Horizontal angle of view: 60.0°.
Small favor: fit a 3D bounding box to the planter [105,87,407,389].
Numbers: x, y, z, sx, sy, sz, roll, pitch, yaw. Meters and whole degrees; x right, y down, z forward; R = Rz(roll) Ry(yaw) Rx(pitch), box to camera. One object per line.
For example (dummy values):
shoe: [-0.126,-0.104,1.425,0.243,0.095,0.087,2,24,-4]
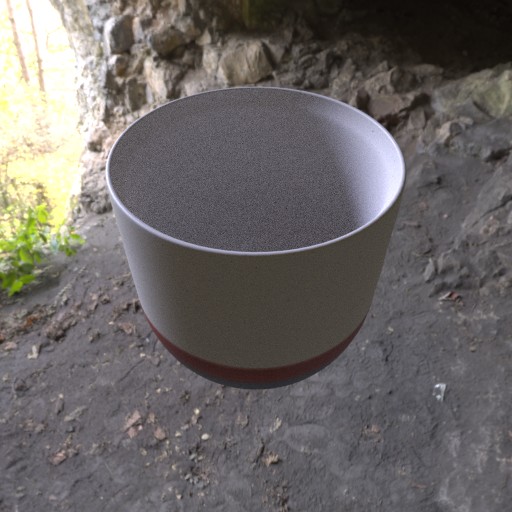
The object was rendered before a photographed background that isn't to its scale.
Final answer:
planter: [0.000,0.000,0.497,0.268,0.270,0.268,0,45,0]
